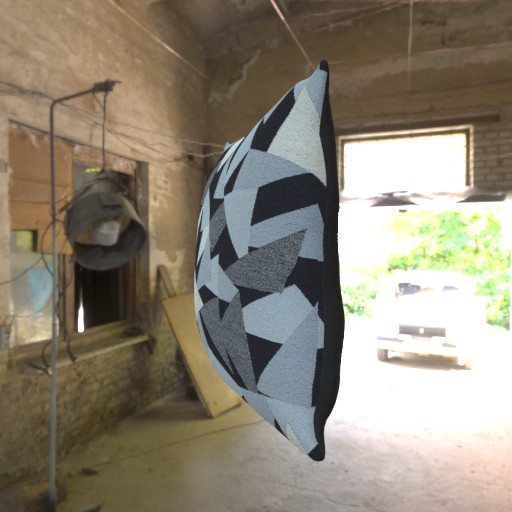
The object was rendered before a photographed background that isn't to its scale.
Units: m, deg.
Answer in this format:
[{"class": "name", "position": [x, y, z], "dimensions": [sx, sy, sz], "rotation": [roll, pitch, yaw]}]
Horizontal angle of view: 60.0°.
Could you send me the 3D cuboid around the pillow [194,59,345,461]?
[{"class": "pillow", "position": [0.000, 0.000, 0.768], "dimensions": [0.208, 0.496, 0.503], "rotation": [0, 1, -17]}]
